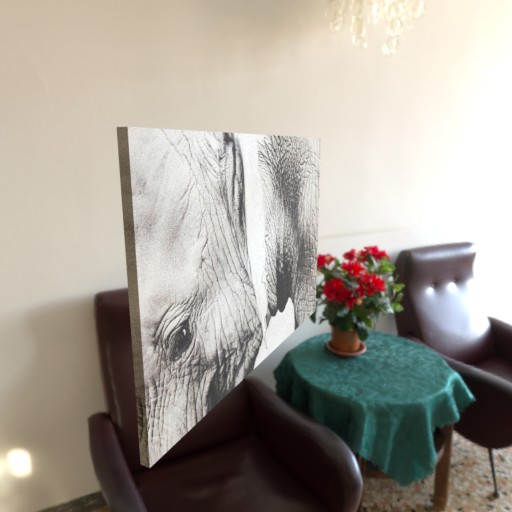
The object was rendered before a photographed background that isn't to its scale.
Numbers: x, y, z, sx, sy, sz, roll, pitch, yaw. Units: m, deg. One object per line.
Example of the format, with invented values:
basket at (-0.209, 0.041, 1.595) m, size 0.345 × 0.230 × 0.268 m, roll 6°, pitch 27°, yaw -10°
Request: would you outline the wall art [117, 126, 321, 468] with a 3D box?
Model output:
wall art at (0.000, 0.000, 1.149) m, size 0.023 × 0.607 × 0.914 m, roll 7°, pitch 15°, yaw 26°
